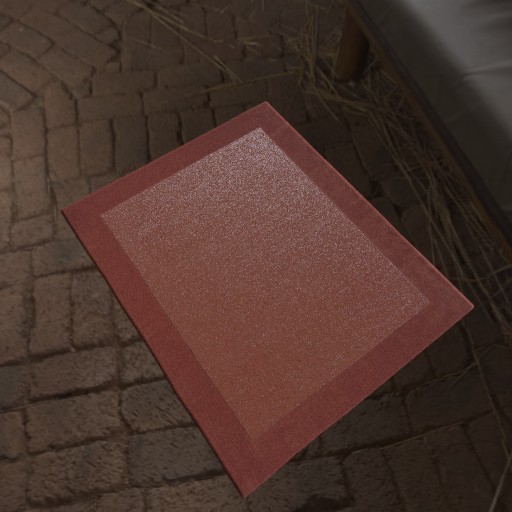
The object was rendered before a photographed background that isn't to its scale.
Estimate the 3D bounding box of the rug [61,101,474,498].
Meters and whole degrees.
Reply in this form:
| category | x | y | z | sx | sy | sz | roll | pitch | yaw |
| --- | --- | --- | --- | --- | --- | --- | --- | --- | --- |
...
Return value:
| category | x | y | z | sx | sy | sz | roll | pitch | yaw |
| --- | --- | --- | --- | --- | --- | --- | --- | --- | --- |
| rug | 0.000 | 0.000 | 3.973 | 2.430 | 0.018 | 2.976 | -33 | 67 | -16 |
